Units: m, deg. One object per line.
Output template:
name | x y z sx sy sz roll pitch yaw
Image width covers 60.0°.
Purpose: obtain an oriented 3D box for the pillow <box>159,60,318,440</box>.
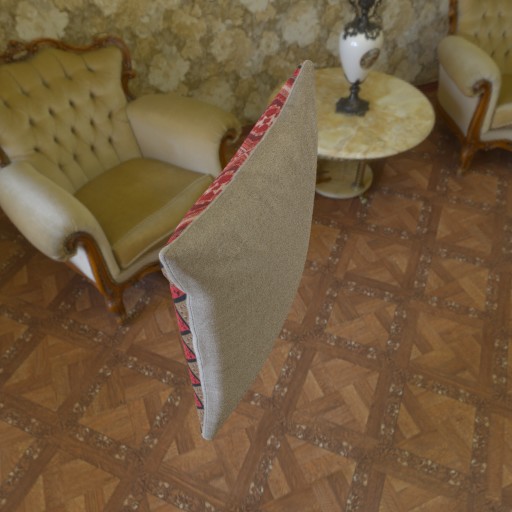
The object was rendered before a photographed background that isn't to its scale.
pillow | 0.000 0.000 0.799 0.158 0.511 0.513 16 49 14
